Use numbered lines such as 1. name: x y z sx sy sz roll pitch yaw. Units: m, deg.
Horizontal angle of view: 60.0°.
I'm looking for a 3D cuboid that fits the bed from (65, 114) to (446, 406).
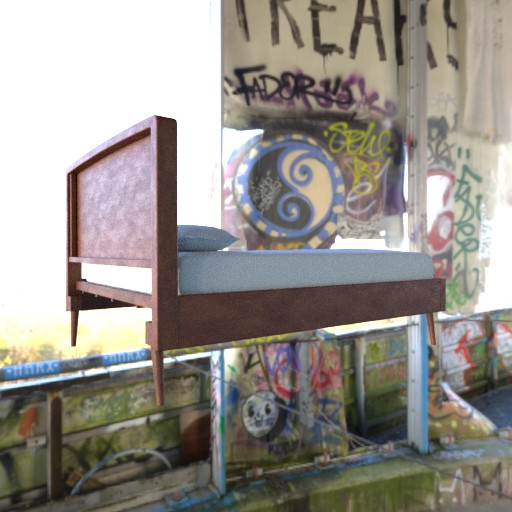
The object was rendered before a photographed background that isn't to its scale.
1. bed: 0.000 0.000 3.155 2.196 1.275 1.587 0 1 -36
